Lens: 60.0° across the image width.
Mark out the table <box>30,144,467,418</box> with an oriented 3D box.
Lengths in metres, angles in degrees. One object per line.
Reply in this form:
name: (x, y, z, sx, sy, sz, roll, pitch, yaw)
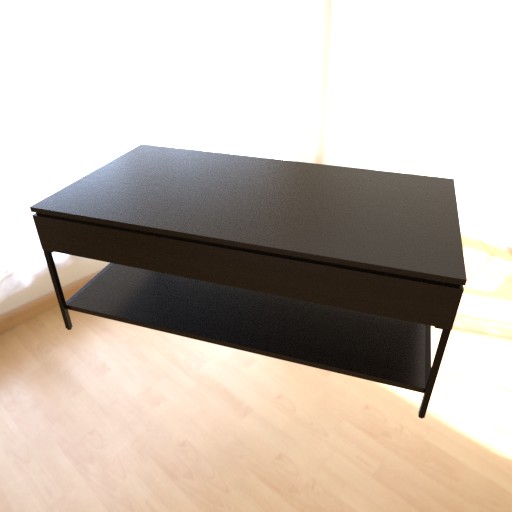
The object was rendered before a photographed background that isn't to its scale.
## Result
table: (0.000, 0.000, 1.394, 1.095, 0.435, 0.574, 10, 33, 16)
